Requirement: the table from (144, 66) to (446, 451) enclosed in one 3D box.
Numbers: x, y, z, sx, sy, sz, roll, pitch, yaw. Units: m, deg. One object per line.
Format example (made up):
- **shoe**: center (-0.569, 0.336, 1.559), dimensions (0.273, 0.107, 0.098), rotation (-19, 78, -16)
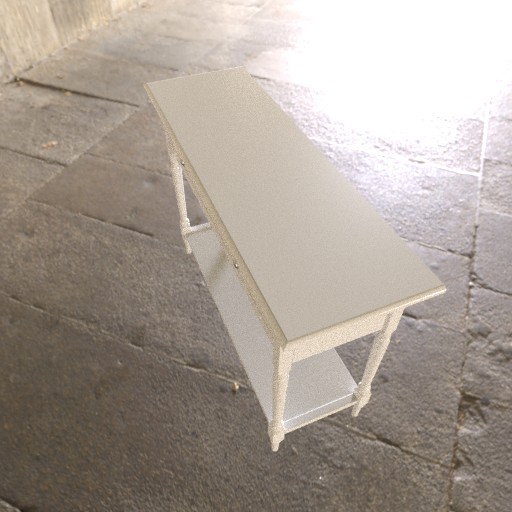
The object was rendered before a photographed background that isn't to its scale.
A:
- **table**: center (0.000, 0.000, 1.562), dimensions (0.384, 0.808, 1.197), rotation (-17, 49, -15)
